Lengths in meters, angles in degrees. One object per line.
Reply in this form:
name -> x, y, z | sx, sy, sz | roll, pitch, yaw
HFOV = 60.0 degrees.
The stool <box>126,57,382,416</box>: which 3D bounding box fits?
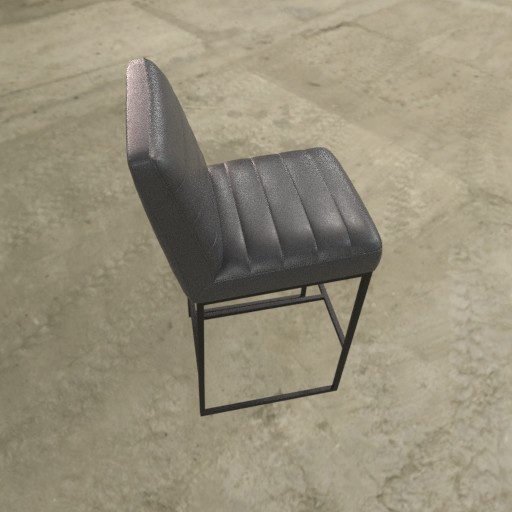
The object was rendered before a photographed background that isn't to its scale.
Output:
stool -> 0.000, 0.000, 1.314 | 0.552, 1.040, 0.457 | -8, 47, -8
